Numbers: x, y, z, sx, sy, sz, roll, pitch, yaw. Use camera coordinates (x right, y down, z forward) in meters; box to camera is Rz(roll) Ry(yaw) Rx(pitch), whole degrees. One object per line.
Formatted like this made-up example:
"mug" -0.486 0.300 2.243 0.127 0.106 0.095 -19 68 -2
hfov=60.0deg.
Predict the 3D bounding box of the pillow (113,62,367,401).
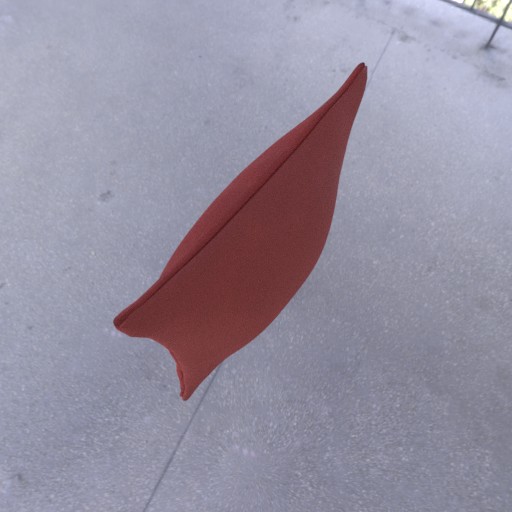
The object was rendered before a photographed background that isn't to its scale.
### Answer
"pillow" 0.000 0.000 0.661 0.151 0.416 0.435 35 69 16
